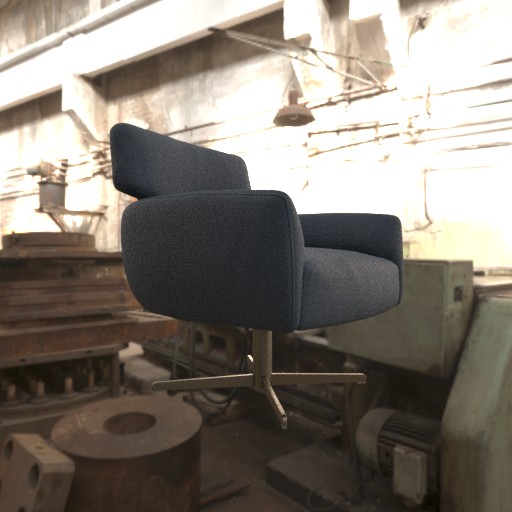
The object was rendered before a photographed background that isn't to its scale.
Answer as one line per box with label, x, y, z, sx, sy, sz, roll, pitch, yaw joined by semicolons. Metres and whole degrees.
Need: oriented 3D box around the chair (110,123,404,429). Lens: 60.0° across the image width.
chair;0.000;0.000;1.387;0.761;0.813;0.738;0;0;37
